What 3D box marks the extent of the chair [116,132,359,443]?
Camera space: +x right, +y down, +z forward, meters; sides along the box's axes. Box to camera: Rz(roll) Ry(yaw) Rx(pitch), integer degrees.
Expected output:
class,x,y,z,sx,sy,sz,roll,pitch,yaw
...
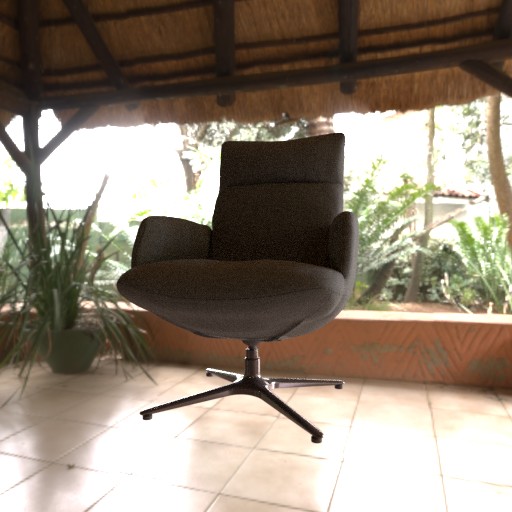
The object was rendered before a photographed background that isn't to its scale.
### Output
class,x,y,z,sx,sy,sz,roll,pitch,yaw
chair,0.000,0.000,1.527,0.702,0.984,0.831,0,1,18
